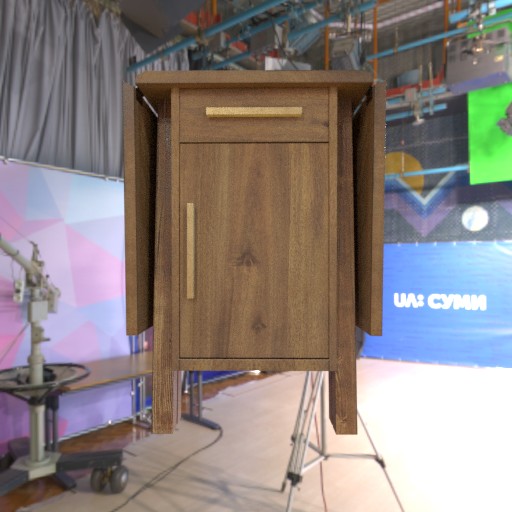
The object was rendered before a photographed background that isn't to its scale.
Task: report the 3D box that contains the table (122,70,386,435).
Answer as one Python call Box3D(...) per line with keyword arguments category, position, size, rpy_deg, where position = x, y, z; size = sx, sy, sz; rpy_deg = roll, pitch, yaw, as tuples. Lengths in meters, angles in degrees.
Box3D(category="table", position=(0.000, 0.000, 1.657), size=(0.701, 0.981, 0.967), rpy_deg=(0, 0, 1))
